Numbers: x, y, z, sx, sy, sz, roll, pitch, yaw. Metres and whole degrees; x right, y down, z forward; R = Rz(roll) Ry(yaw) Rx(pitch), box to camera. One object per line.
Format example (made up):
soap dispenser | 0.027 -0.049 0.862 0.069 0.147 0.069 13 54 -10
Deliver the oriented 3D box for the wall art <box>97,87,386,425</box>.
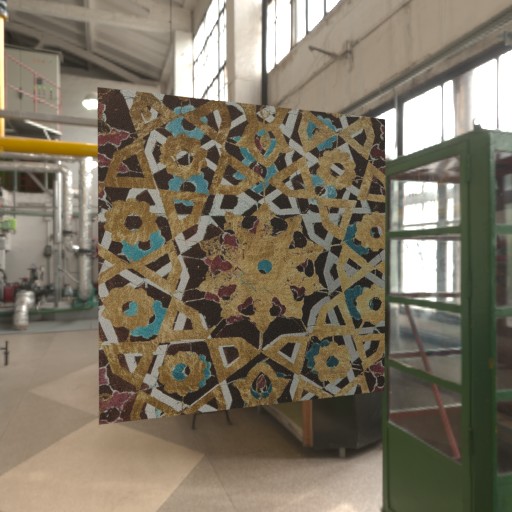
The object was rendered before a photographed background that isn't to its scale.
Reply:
wall art | 0.000 0.000 0.602 0.404 0.406 0.010 0 1 -19
